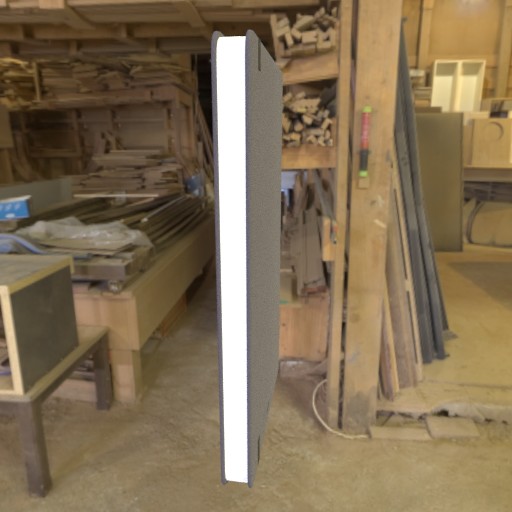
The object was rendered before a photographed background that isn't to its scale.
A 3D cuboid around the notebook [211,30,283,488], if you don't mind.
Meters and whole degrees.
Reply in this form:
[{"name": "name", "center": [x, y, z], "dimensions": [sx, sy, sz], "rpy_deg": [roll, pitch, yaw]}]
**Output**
[{"name": "notebook", "center": [0.000, 0.000, 0.254], "dimensions": [0.016, 0.213, 0.127], "rpy_deg": [2, 15, 9]}]
